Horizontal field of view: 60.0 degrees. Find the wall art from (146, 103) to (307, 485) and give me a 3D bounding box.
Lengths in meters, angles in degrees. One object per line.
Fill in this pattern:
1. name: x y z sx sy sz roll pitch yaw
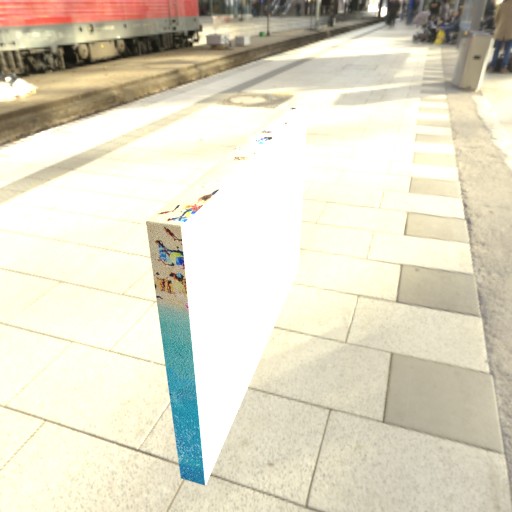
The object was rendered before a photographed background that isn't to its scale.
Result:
1. wall art: 0.000 0.000 1.144 0.057 0.595 0.894 9 31 15
